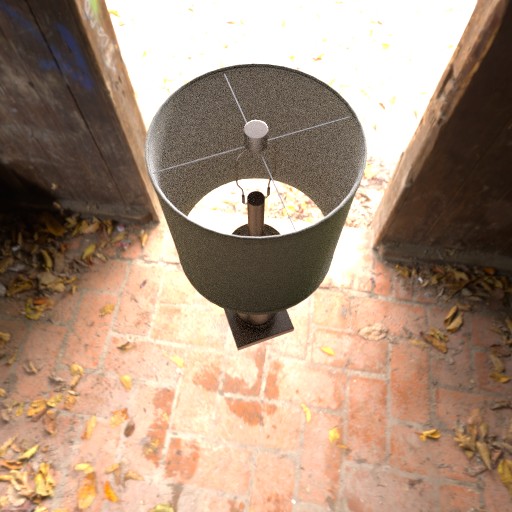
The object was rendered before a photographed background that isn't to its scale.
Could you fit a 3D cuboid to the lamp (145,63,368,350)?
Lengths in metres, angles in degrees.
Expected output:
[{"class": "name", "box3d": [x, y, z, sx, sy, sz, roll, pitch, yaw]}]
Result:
[{"class": "lamp", "box3d": [0.000, 0.000, 0.618, 0.202, 0.509, 0.202, -18, 66, -8]}]
